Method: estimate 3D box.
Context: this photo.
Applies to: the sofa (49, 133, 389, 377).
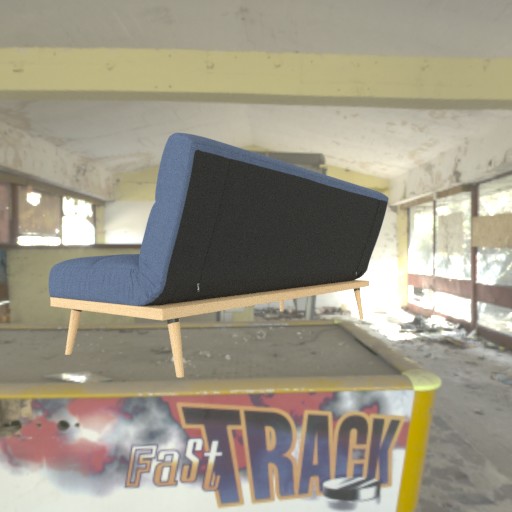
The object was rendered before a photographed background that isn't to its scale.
[{"bbox_3d":[0.000,0.000,2.281,0.796,0.800,1.800,0,1,36],"label":"sofa"}]
